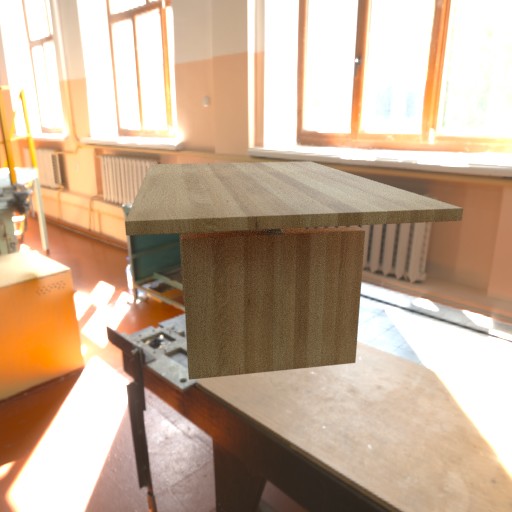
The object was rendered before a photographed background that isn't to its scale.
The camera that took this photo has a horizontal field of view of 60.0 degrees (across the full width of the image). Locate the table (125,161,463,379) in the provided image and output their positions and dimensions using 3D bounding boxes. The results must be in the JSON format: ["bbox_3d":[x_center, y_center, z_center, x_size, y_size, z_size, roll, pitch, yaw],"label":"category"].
[{"bbox_3d":[0.000,0.000,1.478,0.700,0.510,1.100,-3,17,-10],"label":"table"}]
